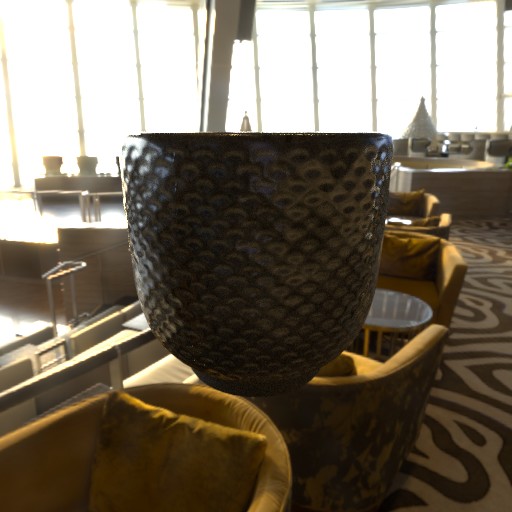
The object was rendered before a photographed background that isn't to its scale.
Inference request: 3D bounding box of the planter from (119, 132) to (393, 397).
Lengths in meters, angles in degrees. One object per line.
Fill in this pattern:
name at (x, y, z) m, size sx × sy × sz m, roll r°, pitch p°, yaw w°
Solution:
planter at (0.000, 0.000, 0.354) m, size 0.197 × 0.191 × 0.197 m, roll 0°, pitch 16°, yaw 0°
